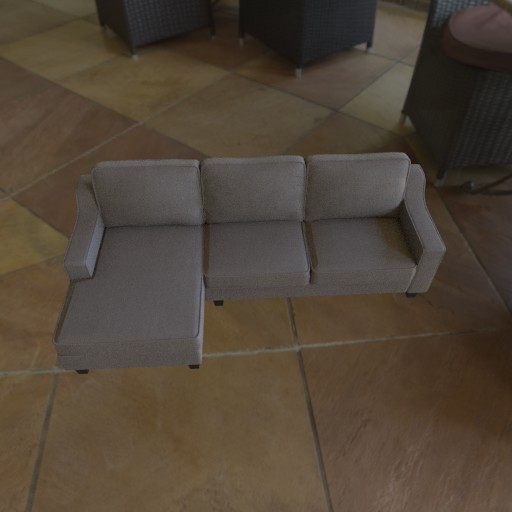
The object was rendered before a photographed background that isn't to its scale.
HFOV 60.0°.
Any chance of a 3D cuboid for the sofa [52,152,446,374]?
[{"bbox_3d":[0.000,0.000,3.104,2.561,0.928,1.294,-2,47,-2],"label":"sofa"}]
